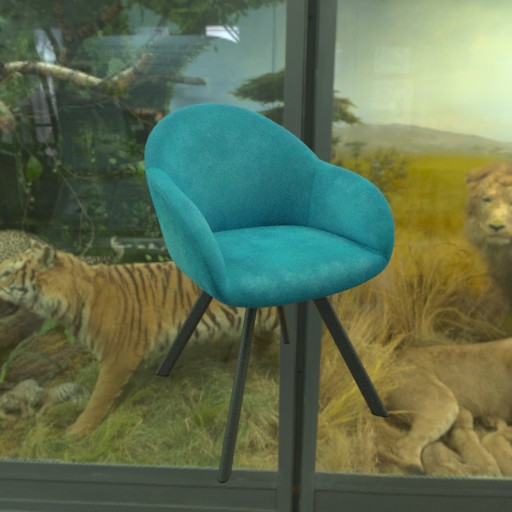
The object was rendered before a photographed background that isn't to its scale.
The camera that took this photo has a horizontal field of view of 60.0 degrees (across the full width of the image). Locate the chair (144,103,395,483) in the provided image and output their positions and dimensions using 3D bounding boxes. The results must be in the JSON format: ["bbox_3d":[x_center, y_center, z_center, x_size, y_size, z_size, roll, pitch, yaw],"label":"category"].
[{"bbox_3d":[0.000,0.000,1.193,0.550,0.795,0.590,-9,19,-27],"label":"chair"}]
